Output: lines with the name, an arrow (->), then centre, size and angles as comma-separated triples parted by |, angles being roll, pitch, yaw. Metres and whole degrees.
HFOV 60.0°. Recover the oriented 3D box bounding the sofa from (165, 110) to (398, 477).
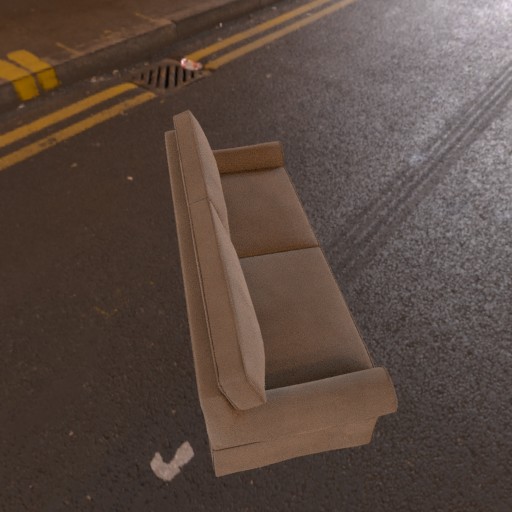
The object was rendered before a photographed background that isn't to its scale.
sofa -> 0.000, 0.000, 2.741 | 0.900, 1.014, 2.246 | -9, 46, -8
